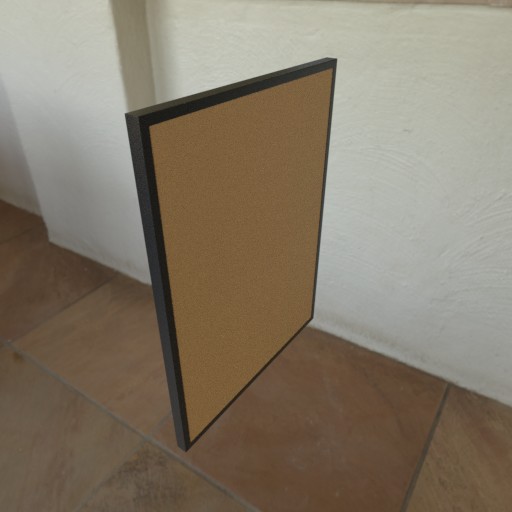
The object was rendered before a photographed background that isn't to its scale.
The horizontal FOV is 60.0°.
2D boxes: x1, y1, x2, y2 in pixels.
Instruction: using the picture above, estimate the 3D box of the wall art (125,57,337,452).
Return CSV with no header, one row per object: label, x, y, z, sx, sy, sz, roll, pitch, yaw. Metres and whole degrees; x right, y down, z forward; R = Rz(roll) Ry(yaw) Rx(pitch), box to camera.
wall art,0.000,0.000,1.406,0.039,1.061,0.804,22,39,30
